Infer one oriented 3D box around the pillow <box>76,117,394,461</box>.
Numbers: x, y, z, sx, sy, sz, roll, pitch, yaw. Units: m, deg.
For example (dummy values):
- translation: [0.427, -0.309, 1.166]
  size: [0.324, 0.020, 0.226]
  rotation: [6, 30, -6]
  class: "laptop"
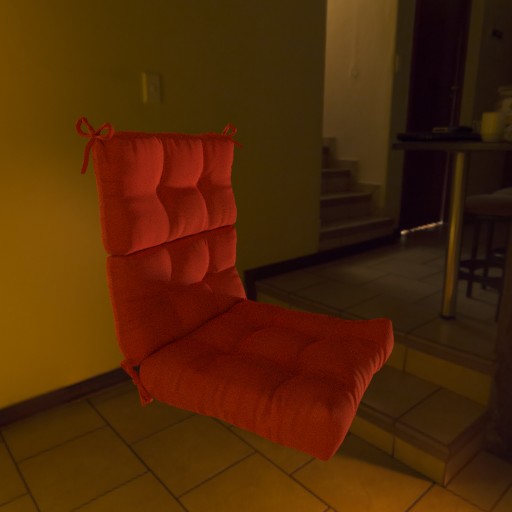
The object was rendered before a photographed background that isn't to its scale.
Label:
- translation: [0.000, 0.000, 1.017]
  size: [0.571, 0.605, 0.519]
  rotation: [8, 16, 28]
  class: "pillow"
